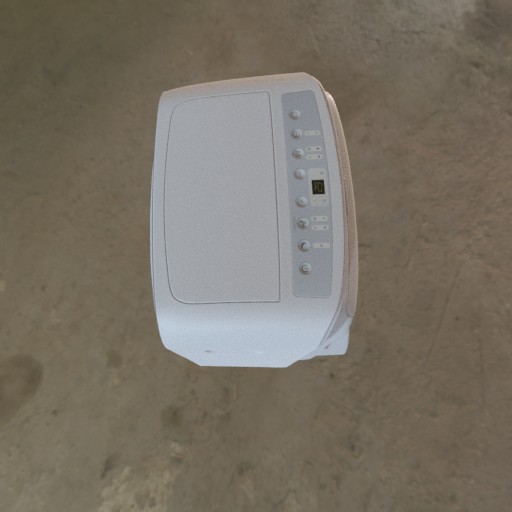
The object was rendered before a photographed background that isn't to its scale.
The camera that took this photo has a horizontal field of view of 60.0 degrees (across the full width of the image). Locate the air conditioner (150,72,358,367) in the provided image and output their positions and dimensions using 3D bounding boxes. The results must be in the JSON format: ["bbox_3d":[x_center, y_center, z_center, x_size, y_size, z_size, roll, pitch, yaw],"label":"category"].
[{"bbox_3d":[0.000,0.000,0.938,0.365,0.700,0.454,-2,75,-1],"label":"air conditioner"}]
